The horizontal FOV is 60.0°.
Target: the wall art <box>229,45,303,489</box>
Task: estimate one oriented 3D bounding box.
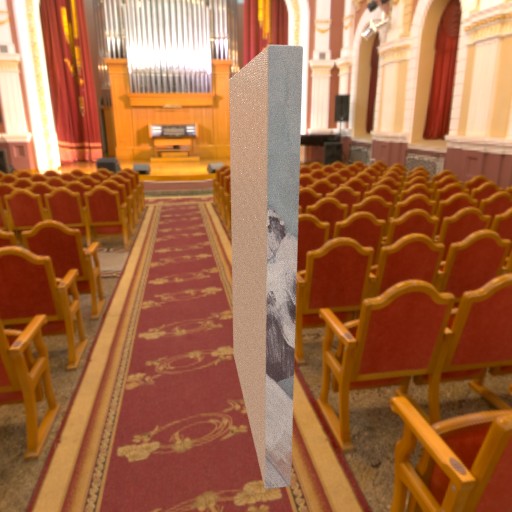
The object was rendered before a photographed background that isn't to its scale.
[{"bbox_3d":[0.000,0.000,1.153,0.061,0.911,0.609,-3,17,-9],"label":"wall art"}]
